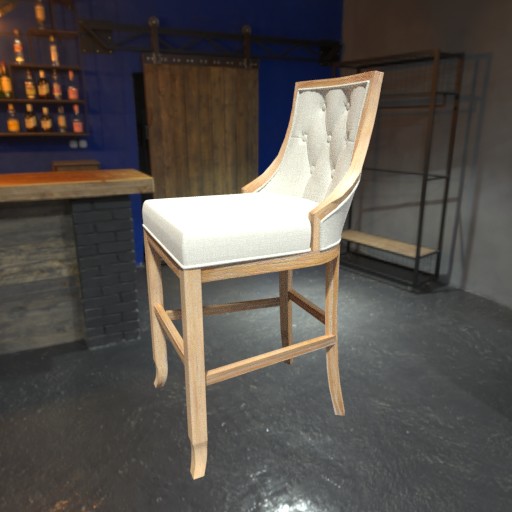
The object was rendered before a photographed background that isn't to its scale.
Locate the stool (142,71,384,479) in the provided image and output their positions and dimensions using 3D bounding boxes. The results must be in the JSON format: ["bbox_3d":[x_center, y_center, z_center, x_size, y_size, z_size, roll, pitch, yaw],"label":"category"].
[{"bbox_3d":[0.000,0.000,1.442,0.626,1.101,0.524,-8,19,-23],"label":"stool"}]
